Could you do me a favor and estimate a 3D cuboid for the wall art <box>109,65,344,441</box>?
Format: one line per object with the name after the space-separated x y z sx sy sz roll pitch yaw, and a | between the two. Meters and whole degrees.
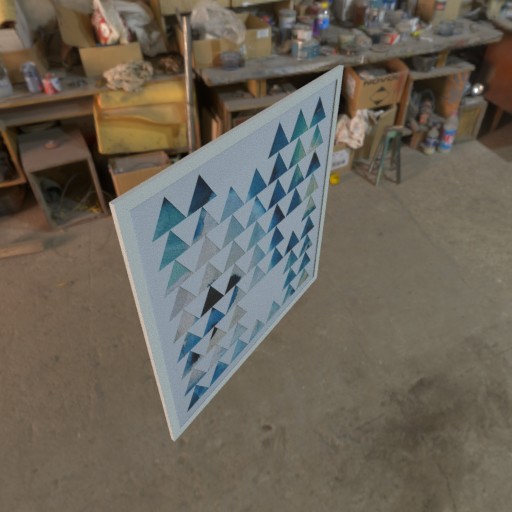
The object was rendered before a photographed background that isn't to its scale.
0.000 0.000 1.233 0.012 0.809 0.809 25 47 26 | wall art
